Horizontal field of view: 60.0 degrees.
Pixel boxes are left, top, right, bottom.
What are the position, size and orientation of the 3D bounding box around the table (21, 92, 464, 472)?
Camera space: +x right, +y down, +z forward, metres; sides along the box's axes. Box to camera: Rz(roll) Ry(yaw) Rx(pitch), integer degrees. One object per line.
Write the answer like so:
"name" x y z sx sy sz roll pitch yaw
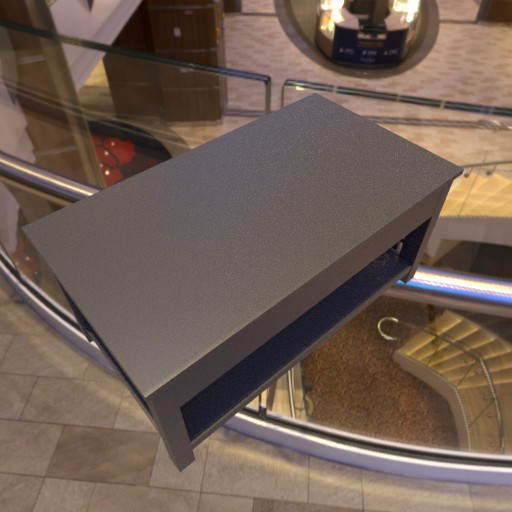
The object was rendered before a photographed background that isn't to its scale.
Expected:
"table" 0.000 0.000 1.389 1.068 0.493 0.612 -32 55 -26
